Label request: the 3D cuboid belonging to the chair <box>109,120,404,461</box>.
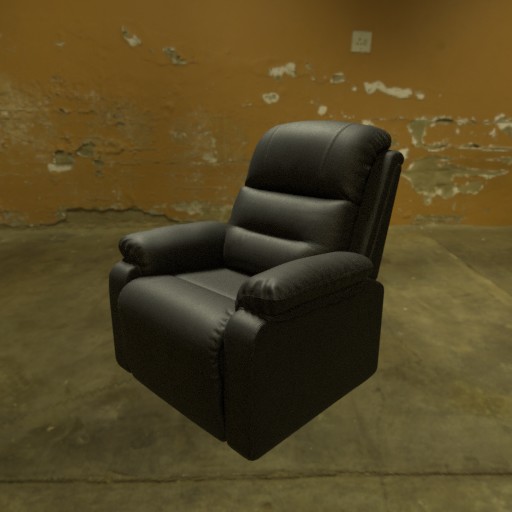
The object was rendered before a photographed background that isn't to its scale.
[{"bbox_3d":[0.000,0.000,1.690,0.855,0.992,0.919,16,23,42],"label":"chair"}]
